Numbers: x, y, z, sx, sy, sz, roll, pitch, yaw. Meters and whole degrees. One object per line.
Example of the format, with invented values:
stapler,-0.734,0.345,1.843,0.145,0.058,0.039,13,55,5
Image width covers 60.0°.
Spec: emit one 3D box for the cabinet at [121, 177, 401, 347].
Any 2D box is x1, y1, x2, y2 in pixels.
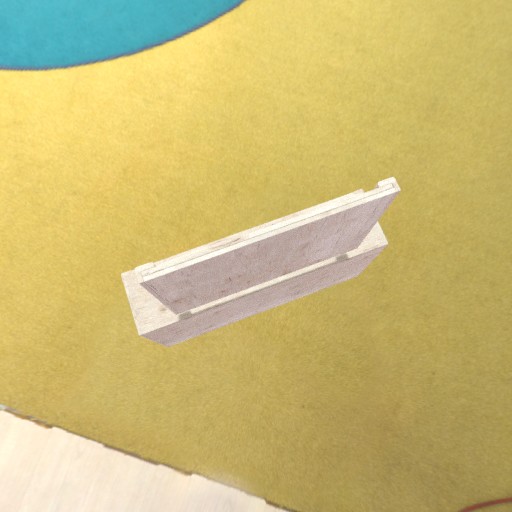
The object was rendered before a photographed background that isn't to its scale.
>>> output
cabinet,0.000,0.000,2.816,1.700,1.981,0.420,-20,75,-6
